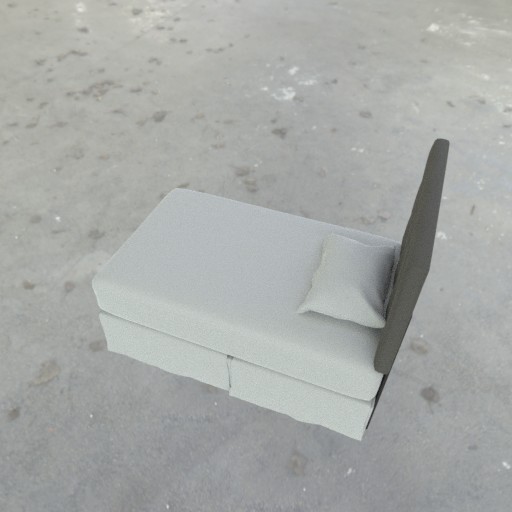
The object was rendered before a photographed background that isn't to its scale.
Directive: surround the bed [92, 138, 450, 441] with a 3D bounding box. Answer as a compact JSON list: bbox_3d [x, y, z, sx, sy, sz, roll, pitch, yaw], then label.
[{"bbox_3d":[0.000,0.000,2.985,1.997,1.571,1.261,15,47,15],"label":"bed"}]
